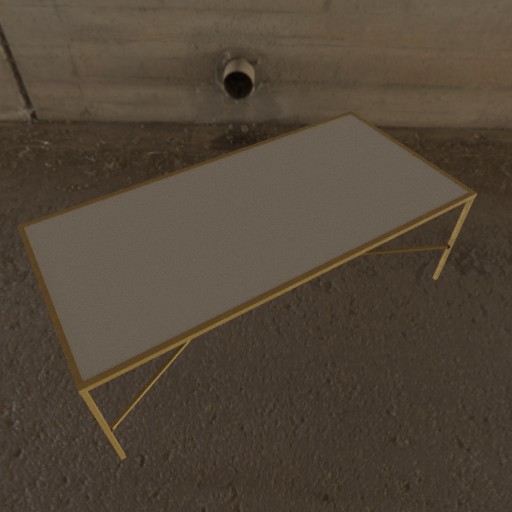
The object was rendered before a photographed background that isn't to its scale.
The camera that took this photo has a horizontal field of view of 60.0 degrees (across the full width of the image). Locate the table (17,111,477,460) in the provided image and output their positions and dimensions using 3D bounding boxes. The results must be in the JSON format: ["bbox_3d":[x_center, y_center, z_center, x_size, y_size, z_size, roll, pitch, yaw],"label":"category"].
[{"bbox_3d":[0.000,0.000,1.427,1.206,0.398,0.580,-24,51,-21],"label":"table"}]
